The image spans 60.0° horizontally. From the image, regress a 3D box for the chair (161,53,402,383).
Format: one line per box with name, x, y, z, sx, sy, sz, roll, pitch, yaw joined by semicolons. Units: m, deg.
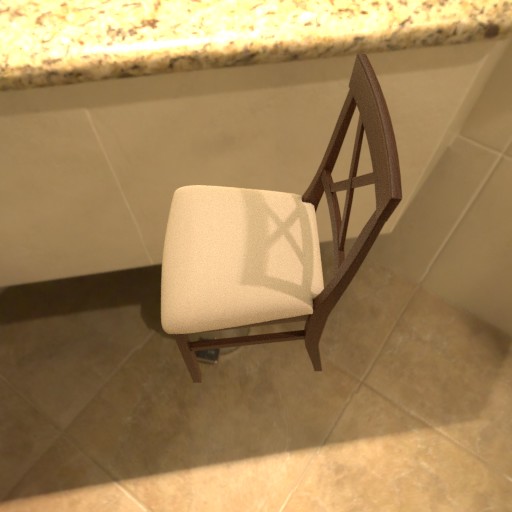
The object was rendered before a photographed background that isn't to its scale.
chair;0.000;0.000;1.171;0.480;0.913;0.440;-1;58;-1
